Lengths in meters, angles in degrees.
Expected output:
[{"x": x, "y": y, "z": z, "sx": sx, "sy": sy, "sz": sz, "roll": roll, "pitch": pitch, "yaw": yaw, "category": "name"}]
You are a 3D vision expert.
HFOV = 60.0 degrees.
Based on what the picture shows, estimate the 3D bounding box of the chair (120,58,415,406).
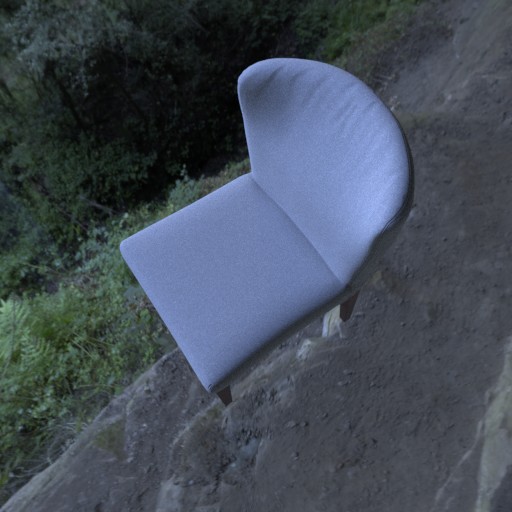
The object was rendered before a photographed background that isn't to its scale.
[{"x": 0.000, "y": 0.000, "z": 1.189, "sx": 0.592, "sy": 0.839, "sz": 0.491, "roll": -32, "pitch": 68, "yaw": -15, "category": "chair"}]
